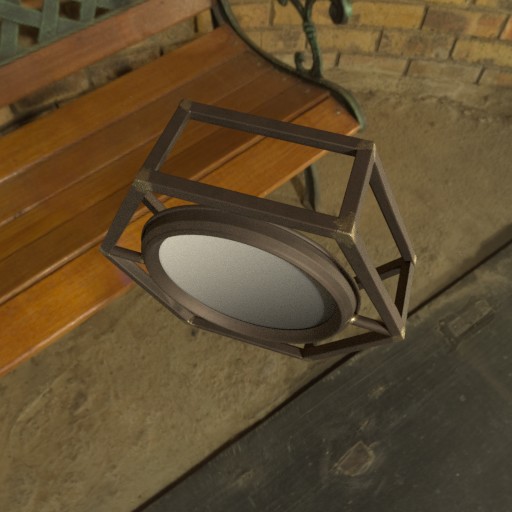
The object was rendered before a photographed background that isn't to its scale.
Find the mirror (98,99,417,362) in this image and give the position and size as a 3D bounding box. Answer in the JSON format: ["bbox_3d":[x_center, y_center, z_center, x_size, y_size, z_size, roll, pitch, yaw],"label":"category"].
[{"bbox_3d":[0.000,0.000,0.550,0.380,0.334,0.119,15,60,9],"label":"mirror"}]
